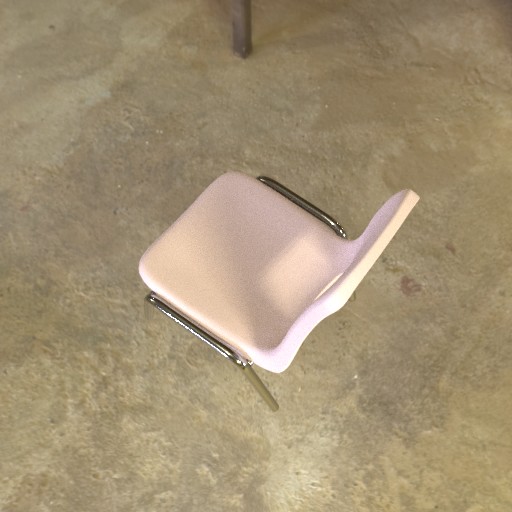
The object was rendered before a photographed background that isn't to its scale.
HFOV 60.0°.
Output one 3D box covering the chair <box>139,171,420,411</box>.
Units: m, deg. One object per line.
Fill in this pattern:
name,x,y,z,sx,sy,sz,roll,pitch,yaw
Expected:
chair,0.000,0.000,0.801,0.385,0.537,0.354,34,68,16
